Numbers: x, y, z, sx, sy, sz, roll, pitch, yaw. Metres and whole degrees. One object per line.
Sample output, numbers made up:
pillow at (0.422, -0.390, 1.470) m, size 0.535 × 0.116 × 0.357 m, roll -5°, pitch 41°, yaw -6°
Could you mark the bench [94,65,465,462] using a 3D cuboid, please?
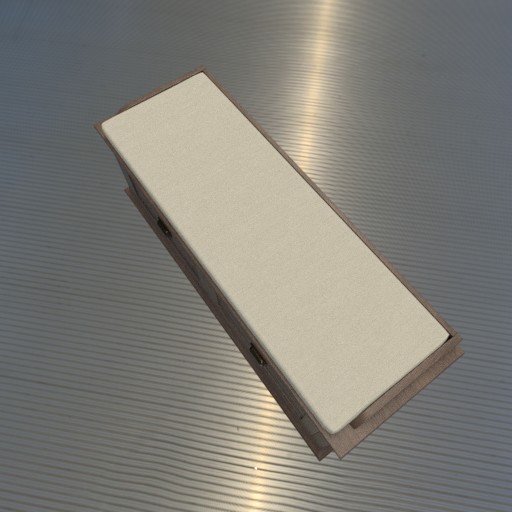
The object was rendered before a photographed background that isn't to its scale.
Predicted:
bench at (0.000, 0.000, 1.421) m, size 0.402 × 0.501 × 1.185 m, roll -33°, pitch 69°, yaw -15°
